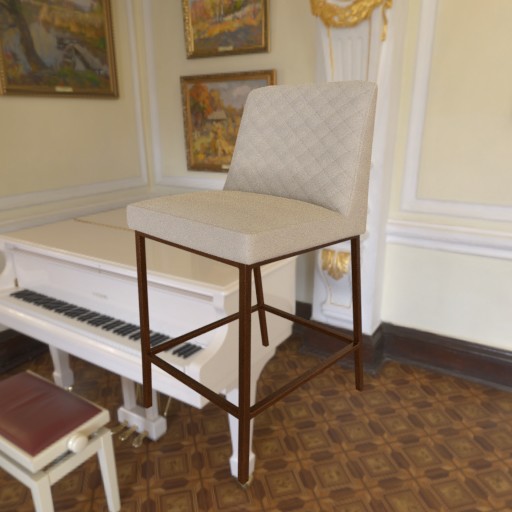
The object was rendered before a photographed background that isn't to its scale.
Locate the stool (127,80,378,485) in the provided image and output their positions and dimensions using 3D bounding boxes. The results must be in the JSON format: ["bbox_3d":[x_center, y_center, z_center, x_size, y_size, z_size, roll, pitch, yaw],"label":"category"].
[{"bbox_3d":[0.000,0.000,1.305,0.507,0.973,0.576,16,24,42],"label":"stool"}]
